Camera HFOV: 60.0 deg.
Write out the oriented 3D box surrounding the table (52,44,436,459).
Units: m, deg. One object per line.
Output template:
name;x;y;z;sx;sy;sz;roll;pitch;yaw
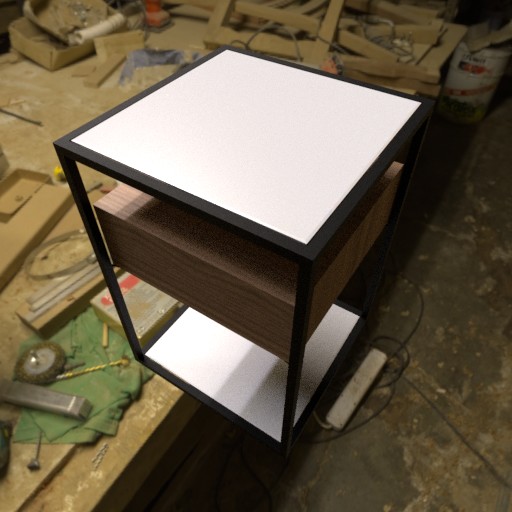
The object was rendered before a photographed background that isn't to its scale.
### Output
table;0.000;0.000;0.802;0.378;0.540;0.378;25;52;22
